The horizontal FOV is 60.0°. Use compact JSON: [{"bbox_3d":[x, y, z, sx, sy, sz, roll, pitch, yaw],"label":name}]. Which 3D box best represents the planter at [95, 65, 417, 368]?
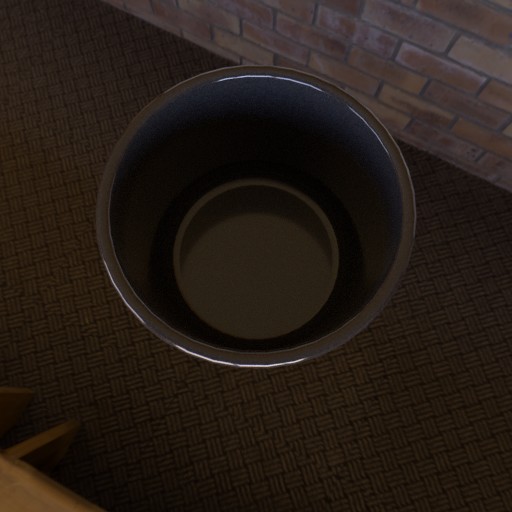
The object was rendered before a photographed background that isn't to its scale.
[{"bbox_3d":[0.000,0.000,0.263,0.129,0.177,0.129,0,76,0],"label":"planter"}]
